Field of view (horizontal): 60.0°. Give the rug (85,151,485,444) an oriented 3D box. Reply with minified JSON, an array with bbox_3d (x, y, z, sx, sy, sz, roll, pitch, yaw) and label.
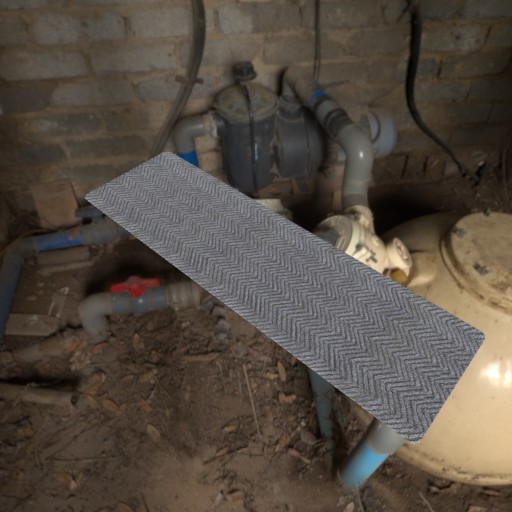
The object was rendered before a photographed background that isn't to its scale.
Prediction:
[{"bbox_3d":[0.000,0.000,2.416,2.286,0.008,0.686,33,55,27],"label":"rug"}]
